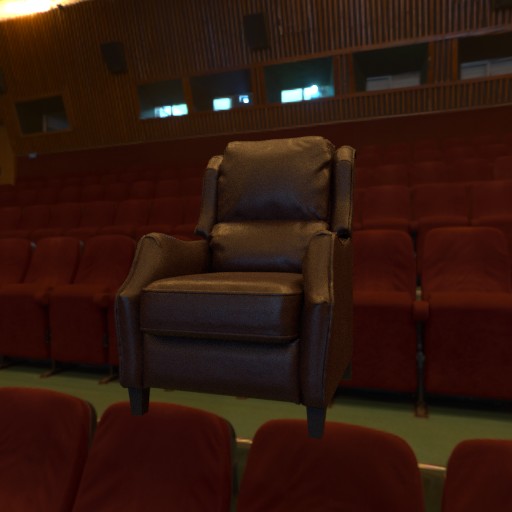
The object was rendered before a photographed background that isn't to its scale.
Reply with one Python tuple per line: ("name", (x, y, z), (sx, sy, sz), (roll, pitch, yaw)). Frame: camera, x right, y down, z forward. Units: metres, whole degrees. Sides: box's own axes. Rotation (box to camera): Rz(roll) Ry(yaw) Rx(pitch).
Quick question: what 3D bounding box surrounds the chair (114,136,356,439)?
("chair", (0.000, 0.000, 1.840), (0.770, 1.132, 0.982), (0, 0, 18))
